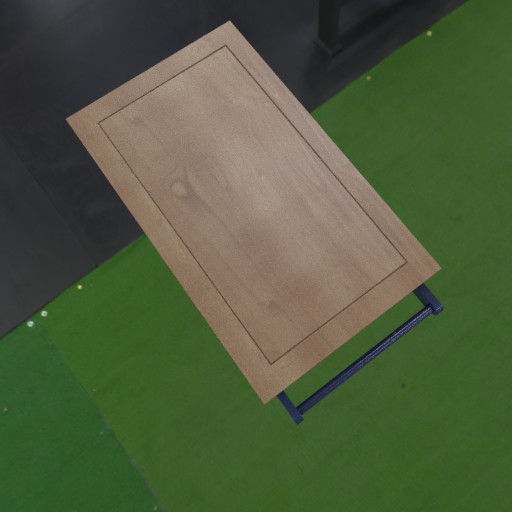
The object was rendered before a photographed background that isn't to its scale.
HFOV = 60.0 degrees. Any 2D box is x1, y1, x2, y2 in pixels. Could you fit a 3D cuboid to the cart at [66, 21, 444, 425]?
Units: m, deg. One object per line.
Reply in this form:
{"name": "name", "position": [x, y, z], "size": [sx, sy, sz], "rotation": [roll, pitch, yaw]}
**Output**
{"name": "cart", "position": [0.000, 0.000, 1.391], "size": [0.459, 0.901, 0.840], "rotation": [-35, 78, -9]}
